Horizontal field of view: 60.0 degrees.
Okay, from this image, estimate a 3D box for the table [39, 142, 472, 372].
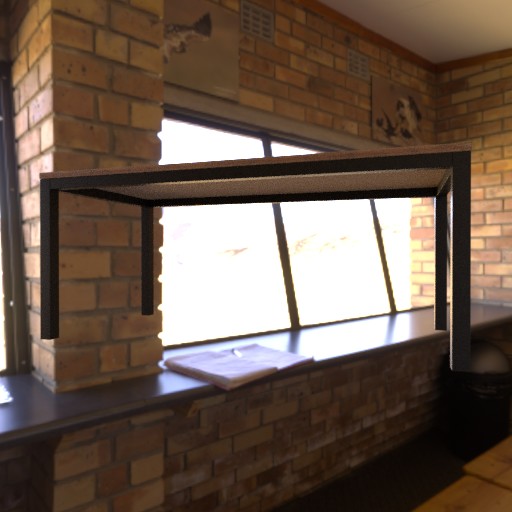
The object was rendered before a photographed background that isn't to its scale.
[{"bbox_3d":[0.000,0.000,2.182,1.805,0.767,0.893,0,0,18],"label":"table"}]
